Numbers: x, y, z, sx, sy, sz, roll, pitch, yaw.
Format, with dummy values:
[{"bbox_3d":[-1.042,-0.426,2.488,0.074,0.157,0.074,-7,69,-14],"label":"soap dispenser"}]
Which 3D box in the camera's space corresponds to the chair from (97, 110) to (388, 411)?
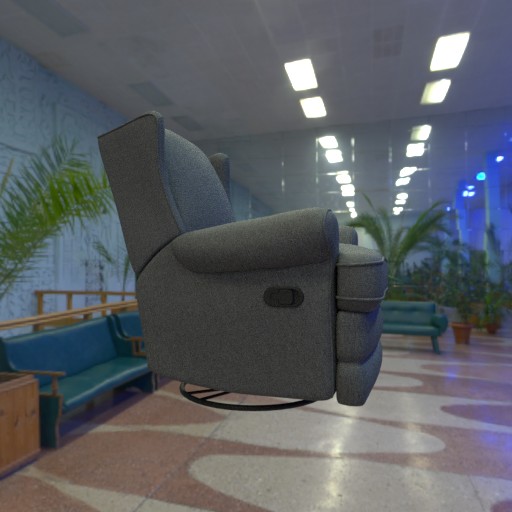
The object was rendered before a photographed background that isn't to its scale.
[{"bbox_3d":[0.000,0.000,1.712,0.969,1.011,0.847,0,-1,18],"label":"chair"}]
